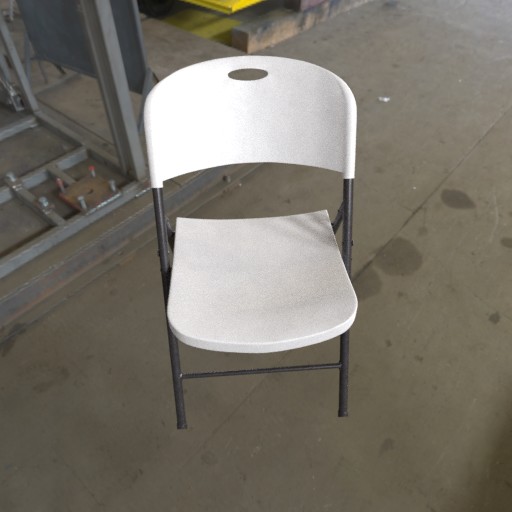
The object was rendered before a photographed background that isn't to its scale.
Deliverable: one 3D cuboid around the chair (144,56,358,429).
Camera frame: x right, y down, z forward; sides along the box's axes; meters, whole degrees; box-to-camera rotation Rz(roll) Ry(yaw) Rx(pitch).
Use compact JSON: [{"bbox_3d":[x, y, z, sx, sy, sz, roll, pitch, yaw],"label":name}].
[{"bbox_3d":[0.000,0.000,1.160,0.494,0.810,0.566,-3,47,-3],"label":"chair"}]
